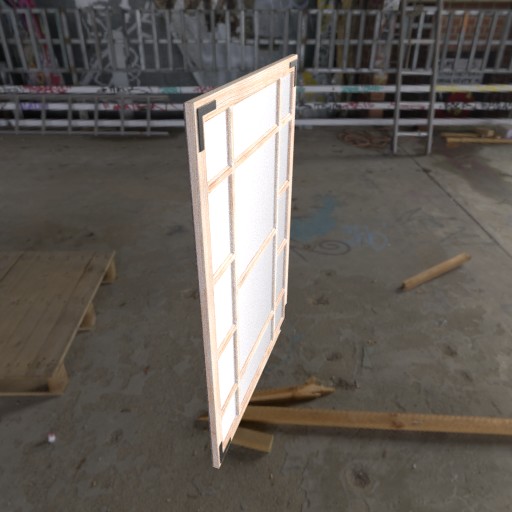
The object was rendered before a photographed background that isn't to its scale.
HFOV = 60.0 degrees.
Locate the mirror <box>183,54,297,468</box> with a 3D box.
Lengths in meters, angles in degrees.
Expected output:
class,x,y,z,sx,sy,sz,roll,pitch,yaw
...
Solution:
class,x,y,z,sx,sy,sz,roll,pitch,yaw
mirror,0.000,0.000,1.283,0.025,0.996,0.705,10,32,16
